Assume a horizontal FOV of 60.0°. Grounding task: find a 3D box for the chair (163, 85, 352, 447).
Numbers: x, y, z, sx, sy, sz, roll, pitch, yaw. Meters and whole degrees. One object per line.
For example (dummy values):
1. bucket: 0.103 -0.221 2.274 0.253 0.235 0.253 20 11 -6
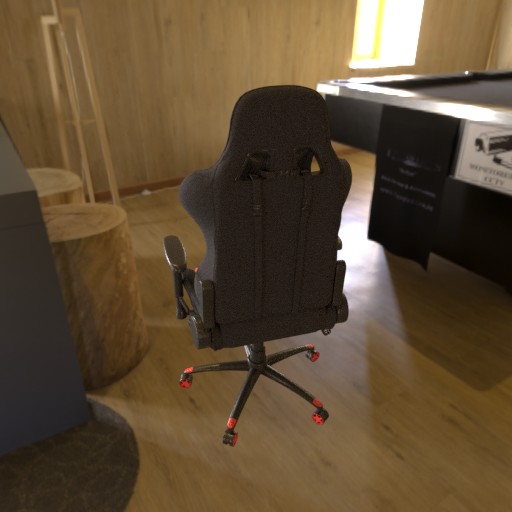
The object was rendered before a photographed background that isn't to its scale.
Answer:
1. chair: 0.000 0.000 1.754 0.695 1.326 0.658 -8 29 -15
